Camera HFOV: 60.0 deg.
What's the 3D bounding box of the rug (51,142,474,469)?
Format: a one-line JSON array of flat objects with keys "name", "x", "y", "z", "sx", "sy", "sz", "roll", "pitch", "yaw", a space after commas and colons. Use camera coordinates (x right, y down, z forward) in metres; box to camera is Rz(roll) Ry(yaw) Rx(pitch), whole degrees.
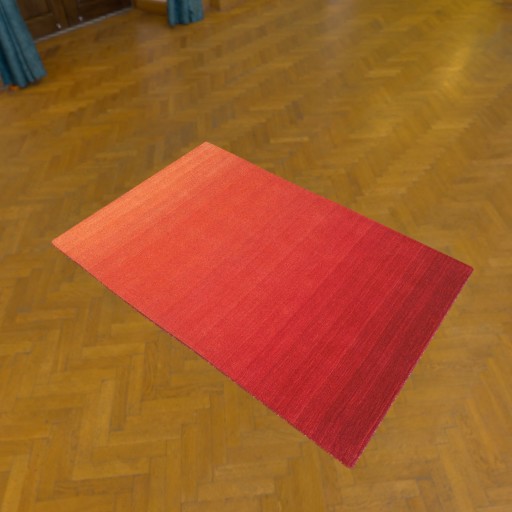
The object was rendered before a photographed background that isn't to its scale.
[{"name": "rug", "x": 0.000, "y": 0.000, "z": 2.291, "sx": 1.835, "sy": 0.018, "sz": 1.230, "roll": 30, "pitch": 54, "yaw": 25}]
